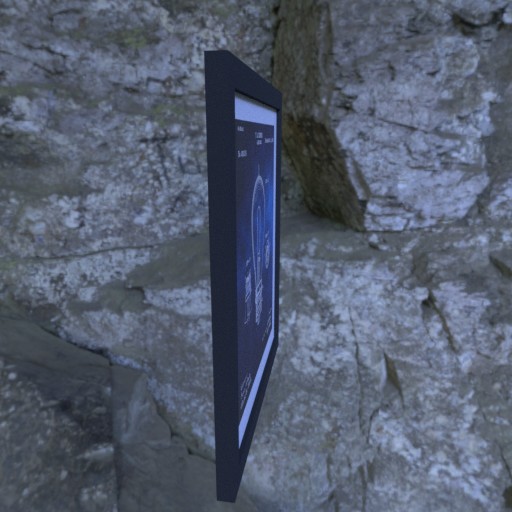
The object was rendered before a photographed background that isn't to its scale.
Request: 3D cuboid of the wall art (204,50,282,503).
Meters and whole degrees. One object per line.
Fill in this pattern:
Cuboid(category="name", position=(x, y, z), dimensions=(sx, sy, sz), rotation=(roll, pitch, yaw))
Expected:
Cuboid(category="wall art", position=(0.000, 0.000, 0.676), dimensions=(0.023, 0.505, 0.428), rotation=(3, 15, 10))
